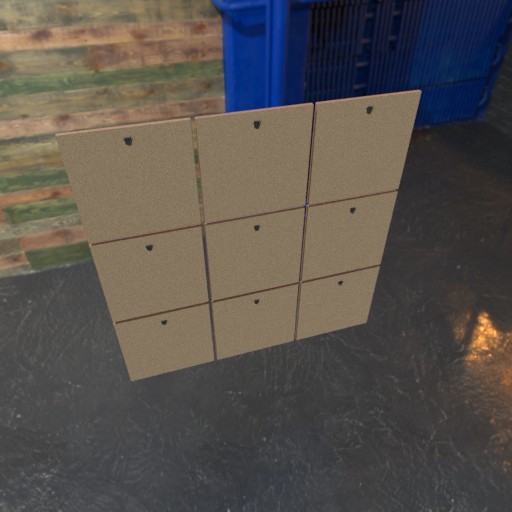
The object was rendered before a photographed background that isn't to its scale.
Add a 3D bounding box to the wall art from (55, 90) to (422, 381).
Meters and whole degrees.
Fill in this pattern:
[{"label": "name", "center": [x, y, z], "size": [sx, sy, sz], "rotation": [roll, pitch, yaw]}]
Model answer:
[{"label": "wall art", "center": [0.000, 0.000, 1.349], "size": [0.906, 0.904, 0.018], "rotation": [-11, 41, -13]}]
